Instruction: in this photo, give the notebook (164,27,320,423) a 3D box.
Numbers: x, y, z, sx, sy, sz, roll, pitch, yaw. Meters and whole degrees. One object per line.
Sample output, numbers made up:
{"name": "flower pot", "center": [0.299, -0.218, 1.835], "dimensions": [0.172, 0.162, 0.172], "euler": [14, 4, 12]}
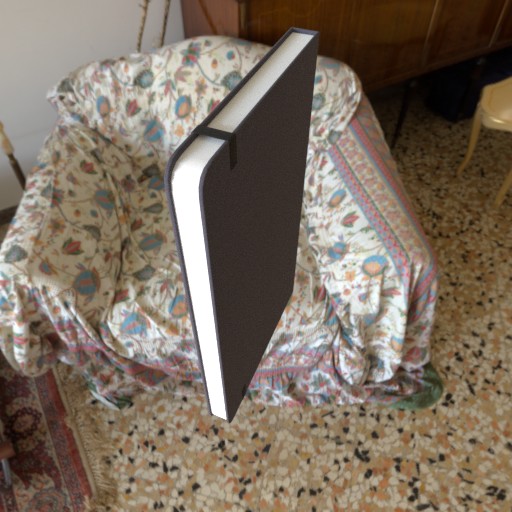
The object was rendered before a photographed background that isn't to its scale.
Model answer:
{"name": "notebook", "center": [0.000, 0.000, 0.263], "dimensions": [0.016, 0.213, 0.127], "euler": [18, 50, 15]}
